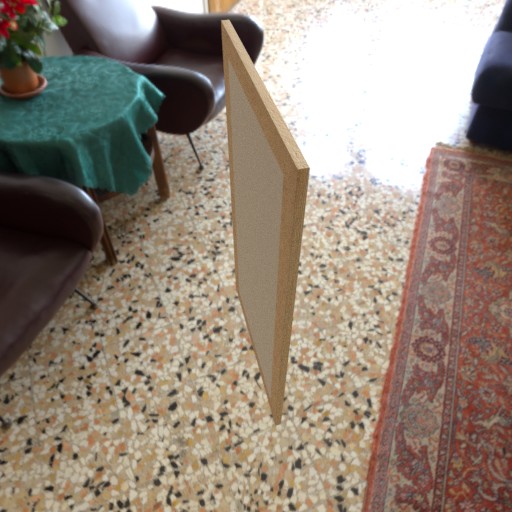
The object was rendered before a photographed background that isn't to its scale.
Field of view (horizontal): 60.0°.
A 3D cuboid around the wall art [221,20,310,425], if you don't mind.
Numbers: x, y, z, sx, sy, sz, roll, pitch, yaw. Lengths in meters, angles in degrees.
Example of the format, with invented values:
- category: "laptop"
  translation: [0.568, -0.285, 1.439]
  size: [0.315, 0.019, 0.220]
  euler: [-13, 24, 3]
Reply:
- category: "wall art"
  translation: [0.000, 0.000, 0.819]
  size: [0.013, 0.683, 0.381]
  euler: [-11, 50, -10]
